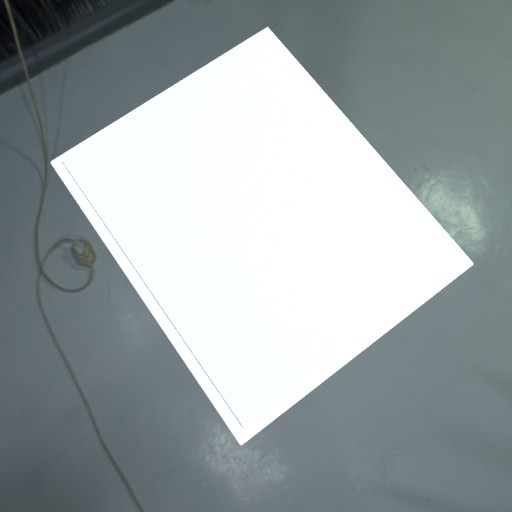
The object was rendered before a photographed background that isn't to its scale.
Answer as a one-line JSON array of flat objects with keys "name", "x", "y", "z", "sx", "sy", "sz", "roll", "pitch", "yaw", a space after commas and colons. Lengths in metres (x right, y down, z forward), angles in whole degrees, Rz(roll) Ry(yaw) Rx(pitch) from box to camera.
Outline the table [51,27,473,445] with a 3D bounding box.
[{"name": "table", "x": 0.000, "y": 0.000, "z": 0.848, "sx": 0.381, "sy": 0.531, "sz": 0.460, "roll": -35, "pitch": 79, "yaw": -8}]
